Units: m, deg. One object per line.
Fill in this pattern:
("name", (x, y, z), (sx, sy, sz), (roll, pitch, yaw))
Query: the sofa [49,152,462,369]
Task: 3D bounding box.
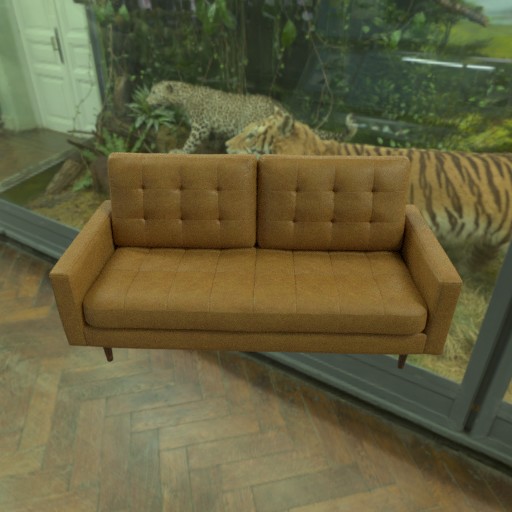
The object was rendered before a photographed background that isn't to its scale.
("sofa", (0.000, 0.000, 2.297), (1.821, 0.898, 0.850), (1, 32, 2))
